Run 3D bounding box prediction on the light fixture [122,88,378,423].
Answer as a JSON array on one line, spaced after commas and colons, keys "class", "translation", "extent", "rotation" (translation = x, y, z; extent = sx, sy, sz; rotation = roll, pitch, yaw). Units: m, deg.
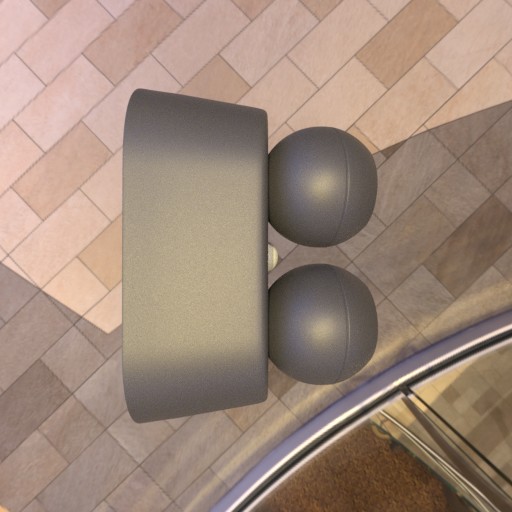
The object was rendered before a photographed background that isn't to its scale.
[{"class": "light fixture", "translation": [0.000, 0.000, 0.335], "extent": [0.159, 0.159, 0.229], "rotation": [0, 89, 1]}]
